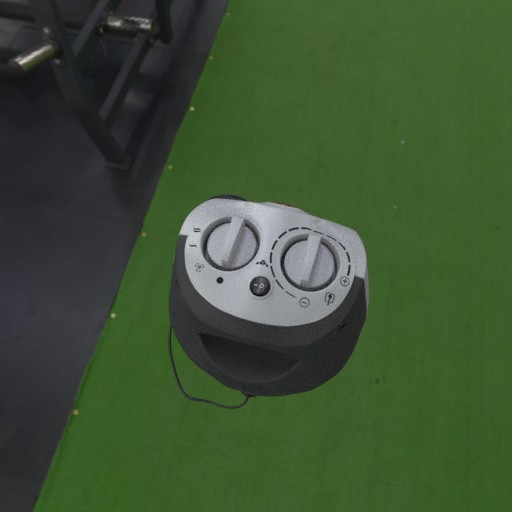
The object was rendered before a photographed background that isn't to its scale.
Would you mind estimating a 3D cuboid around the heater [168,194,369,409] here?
[{"bbox_3d":[0.000,0.000,0.471,0.239,0.255,0.291,14,65,6],"label":"heater"}]
